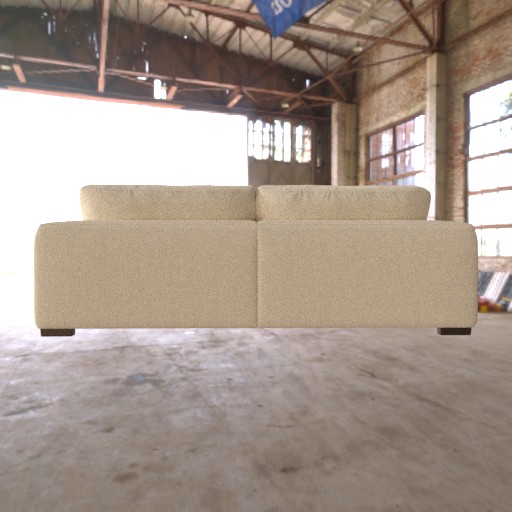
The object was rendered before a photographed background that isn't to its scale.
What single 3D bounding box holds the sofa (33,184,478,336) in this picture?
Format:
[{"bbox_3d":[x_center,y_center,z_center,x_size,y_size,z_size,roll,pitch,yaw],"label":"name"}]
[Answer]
[{"bbox_3d":[0.000,0.000,2.752,2.262,0.801,1.070,0,1,-1],"label":"sofa"}]
